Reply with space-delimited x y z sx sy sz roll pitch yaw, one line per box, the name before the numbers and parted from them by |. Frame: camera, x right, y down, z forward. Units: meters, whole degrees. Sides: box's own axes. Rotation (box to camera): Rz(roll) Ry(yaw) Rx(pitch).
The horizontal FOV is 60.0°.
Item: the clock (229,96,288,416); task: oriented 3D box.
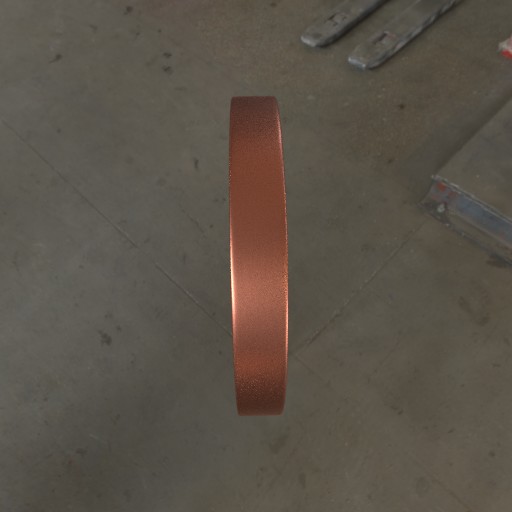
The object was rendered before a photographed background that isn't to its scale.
clock | 0.000 0.000 0.462 0.040 0.313 0.313 -1 58 -1
